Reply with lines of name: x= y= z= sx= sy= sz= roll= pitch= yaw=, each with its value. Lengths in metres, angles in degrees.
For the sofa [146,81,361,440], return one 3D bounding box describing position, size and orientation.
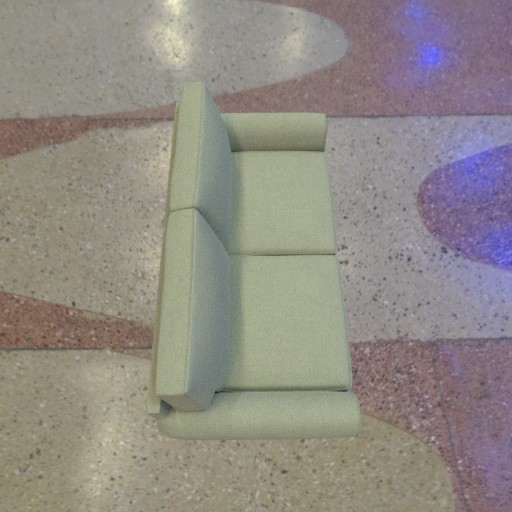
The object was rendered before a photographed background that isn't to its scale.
sofa: x=0.000 y=0.000 z=2.293 sx=0.861 sy=0.933 sz=1.774 roll=-1 pitch=63 yaw=0
